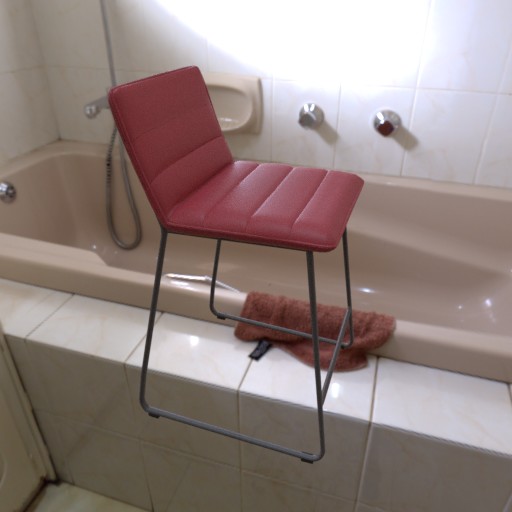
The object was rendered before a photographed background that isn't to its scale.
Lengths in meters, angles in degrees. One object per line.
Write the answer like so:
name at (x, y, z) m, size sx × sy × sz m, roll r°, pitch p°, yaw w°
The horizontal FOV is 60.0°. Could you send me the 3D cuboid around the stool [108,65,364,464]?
stool at (0.000, 0.000, 1.155) m, size 0.524 × 0.866 × 0.489 m, roll 10°, pitch 32°, yaw 17°
